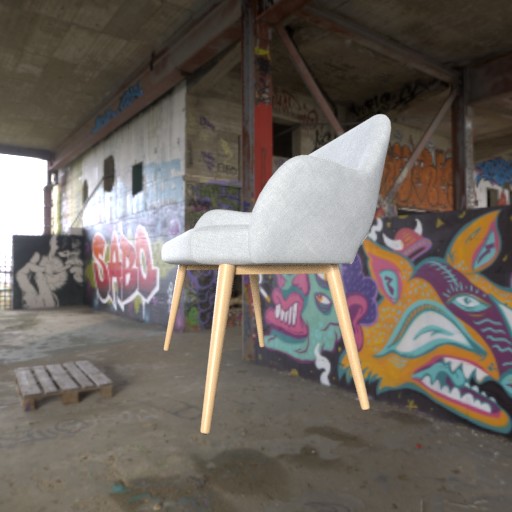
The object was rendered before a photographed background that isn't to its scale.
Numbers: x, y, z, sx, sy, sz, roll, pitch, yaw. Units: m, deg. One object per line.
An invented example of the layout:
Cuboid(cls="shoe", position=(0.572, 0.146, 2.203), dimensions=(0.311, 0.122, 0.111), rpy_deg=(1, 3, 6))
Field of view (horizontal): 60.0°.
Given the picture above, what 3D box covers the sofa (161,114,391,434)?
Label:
Cuboid(cls="sofa", position=(0.000, 0.000, 1.591), dimensions=(0.610, 0.840, 1.150), rpy_deg=(0, -1, -16))
